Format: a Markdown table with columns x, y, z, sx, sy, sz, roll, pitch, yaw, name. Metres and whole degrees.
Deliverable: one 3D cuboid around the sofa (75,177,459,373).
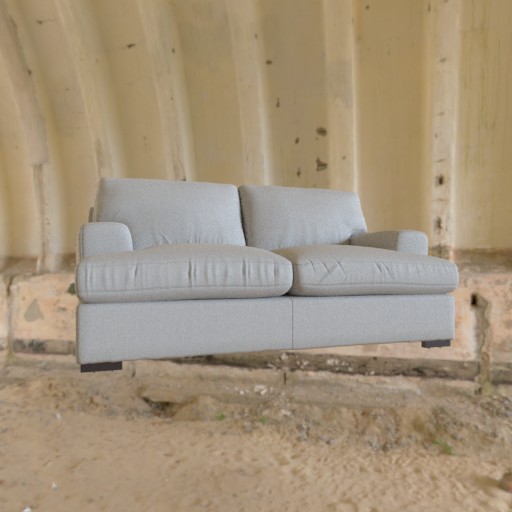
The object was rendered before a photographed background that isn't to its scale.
| x | y | z | sx | sy | sz | roll | pitch | yaw | name |
| --- | --- | --- | --- | --- | --- | --- | --- | --- | --- |
| 0.000 | 0.000 | 2.498 | 1.880 | 0.940 | 1.143 | 0 | -1 | -18 | sofa |
